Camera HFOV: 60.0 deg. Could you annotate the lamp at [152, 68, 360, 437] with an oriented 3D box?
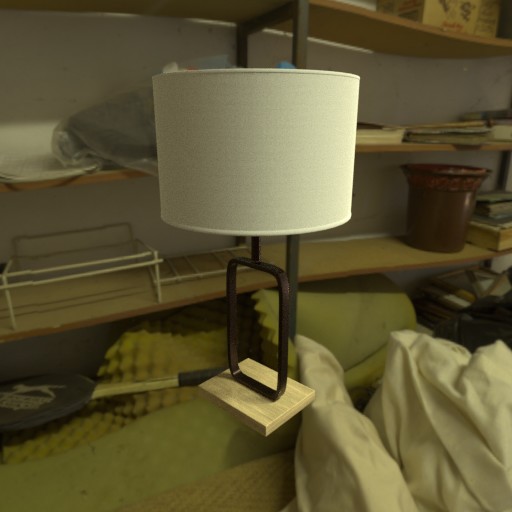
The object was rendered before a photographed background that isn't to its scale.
[{"bbox_3d":[0.000,0.000,0.684,0.279,0.508,0.279,16,23,41],"label":"lamp"}]
